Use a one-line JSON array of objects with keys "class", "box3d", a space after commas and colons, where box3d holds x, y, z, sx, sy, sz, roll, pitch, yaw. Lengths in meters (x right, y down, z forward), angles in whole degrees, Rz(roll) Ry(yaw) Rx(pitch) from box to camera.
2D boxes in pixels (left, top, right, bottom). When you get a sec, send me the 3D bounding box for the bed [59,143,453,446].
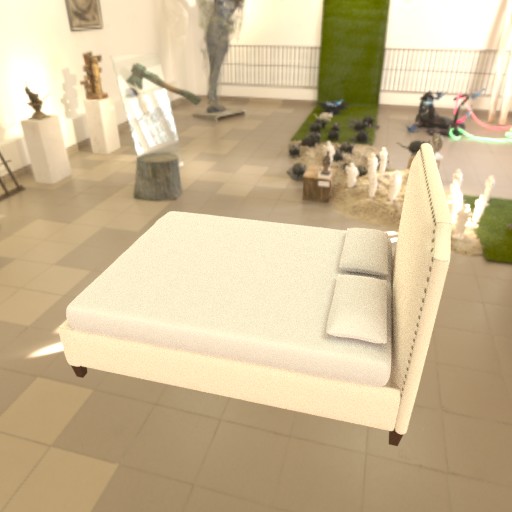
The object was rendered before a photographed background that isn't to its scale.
[{"class": "bed", "box3d": [0.000, 0.000, 3.322, 2.372, 1.497, 1.712, 8, 31, 13]}]
